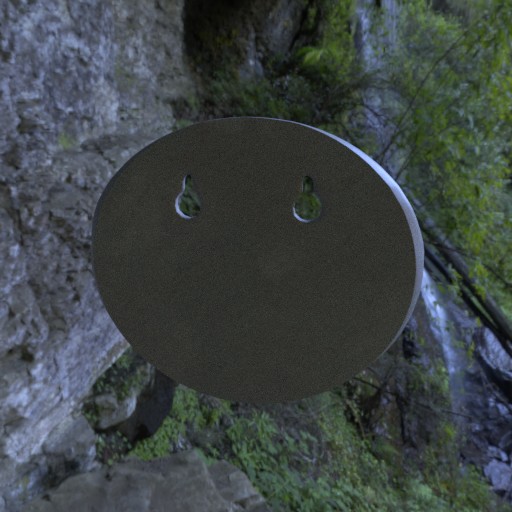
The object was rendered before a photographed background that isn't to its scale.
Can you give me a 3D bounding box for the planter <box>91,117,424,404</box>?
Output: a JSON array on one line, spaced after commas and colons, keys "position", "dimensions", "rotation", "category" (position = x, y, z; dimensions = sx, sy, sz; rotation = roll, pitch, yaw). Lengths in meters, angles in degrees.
[{"position": [0.000, 0.000, 0.276], "dimensions": [0.190, 0.164, 0.073], "rotation": [2, 16, 8], "category": "planter"}]
